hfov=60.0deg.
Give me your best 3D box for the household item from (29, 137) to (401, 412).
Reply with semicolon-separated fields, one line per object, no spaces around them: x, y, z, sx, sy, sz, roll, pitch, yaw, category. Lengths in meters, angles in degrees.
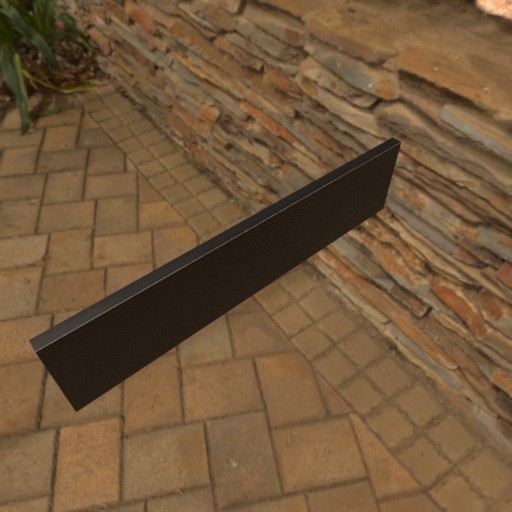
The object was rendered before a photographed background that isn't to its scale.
0.000;0.000;1.063;1.001;0.236;0.030;-32;54;-26;household item
